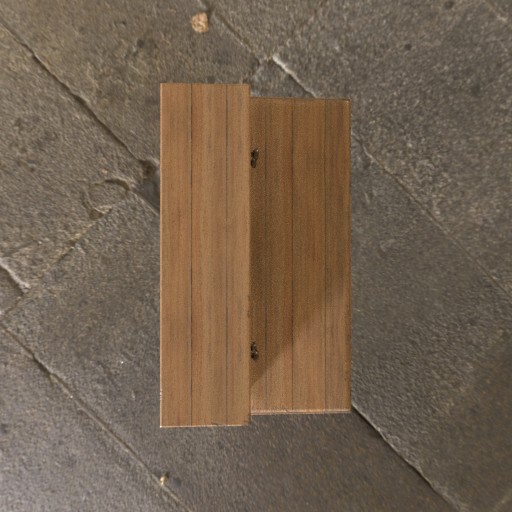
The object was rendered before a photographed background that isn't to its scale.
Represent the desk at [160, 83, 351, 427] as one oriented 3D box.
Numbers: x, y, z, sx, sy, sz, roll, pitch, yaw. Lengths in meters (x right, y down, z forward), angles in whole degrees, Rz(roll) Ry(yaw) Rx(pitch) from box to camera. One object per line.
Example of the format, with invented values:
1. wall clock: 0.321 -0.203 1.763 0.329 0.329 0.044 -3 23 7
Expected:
1. desk: 0.000 0.000 1.424 0.462 0.981 0.814 0 90 -3
